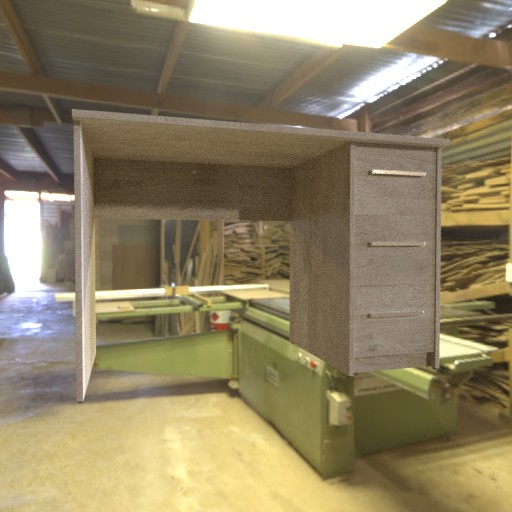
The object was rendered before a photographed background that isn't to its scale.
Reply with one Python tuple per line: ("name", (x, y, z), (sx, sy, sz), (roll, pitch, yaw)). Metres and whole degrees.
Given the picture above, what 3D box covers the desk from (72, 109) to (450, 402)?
("desk", (0.000, 0.000, 1.508), (1.097, 0.735, 0.560), (0, 2, -16))
